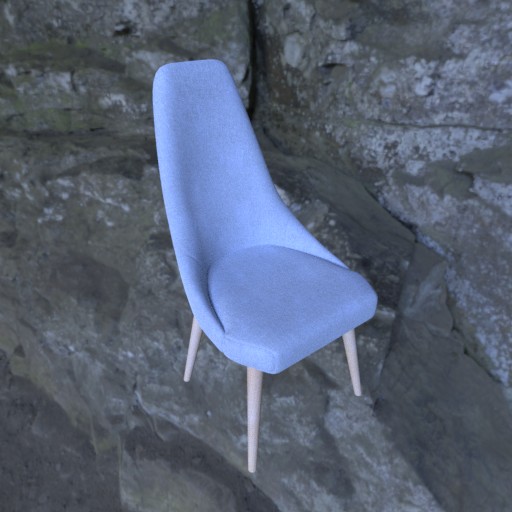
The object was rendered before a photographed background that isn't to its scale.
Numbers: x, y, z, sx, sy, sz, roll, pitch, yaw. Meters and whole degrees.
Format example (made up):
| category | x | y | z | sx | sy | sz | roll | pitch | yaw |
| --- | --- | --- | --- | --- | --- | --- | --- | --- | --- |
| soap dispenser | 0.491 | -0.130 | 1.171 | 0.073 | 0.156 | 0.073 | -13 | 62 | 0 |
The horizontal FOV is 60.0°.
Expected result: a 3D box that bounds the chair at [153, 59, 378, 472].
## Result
| category | x | y | z | sx | sy | sz | roll | pitch | yaw |
| --- | --- | --- | --- | --- | --- | --- | --- | --- | --- |
| chair | 0.000 | 0.000 | 1.360 | 0.510 | 1.040 | 0.660 | -22 | 37 | -32 |
